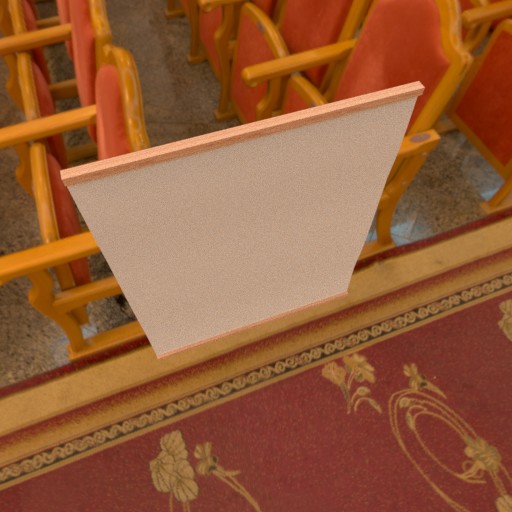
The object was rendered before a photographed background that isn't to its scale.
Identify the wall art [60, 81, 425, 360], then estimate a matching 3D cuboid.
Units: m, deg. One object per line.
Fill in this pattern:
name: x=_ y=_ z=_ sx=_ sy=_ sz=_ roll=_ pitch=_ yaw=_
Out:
wall art: x=0.000 y=0.000 z=0.683 sx=0.406 sy=0.508 sz=0.013 roll=-17 pitch=59 yaw=-11
